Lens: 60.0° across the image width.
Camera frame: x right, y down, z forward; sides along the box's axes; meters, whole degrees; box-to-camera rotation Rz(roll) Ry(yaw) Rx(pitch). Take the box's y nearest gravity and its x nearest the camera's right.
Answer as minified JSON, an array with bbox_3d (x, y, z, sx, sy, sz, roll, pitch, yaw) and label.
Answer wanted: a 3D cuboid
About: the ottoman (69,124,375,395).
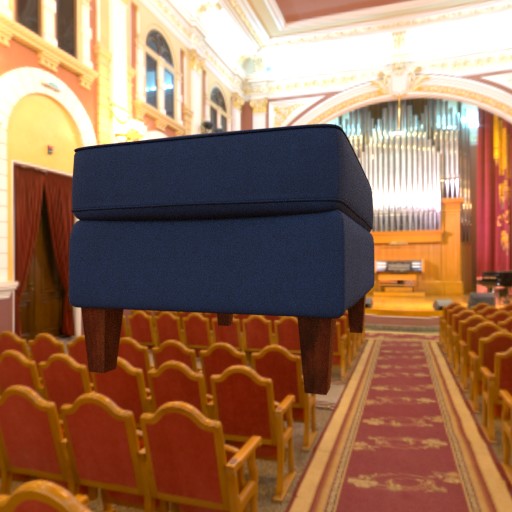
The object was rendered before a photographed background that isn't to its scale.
[{"bbox_3d":[0.000,0.000,1.422,0.686,0.584,0.965,0,0,19],"label":"ottoman"}]
